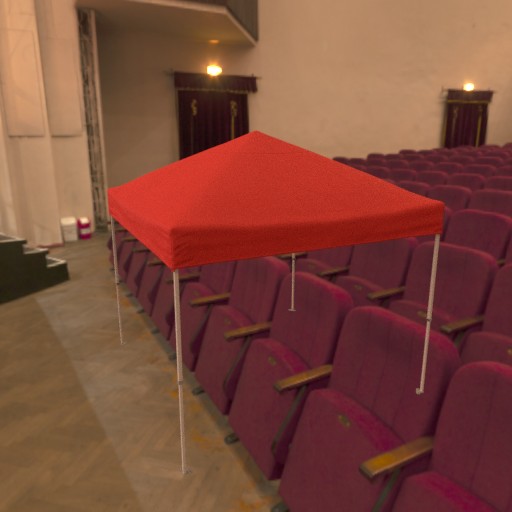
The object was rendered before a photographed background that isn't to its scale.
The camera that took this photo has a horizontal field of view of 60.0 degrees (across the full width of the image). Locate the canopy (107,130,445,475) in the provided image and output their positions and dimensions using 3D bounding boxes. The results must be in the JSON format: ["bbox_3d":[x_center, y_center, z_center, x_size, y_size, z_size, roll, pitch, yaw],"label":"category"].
[{"bbox_3d":[0.000,0.000,5.497,2.996,2.997,2.998,-7,17,-26],"label":"canopy"}]
